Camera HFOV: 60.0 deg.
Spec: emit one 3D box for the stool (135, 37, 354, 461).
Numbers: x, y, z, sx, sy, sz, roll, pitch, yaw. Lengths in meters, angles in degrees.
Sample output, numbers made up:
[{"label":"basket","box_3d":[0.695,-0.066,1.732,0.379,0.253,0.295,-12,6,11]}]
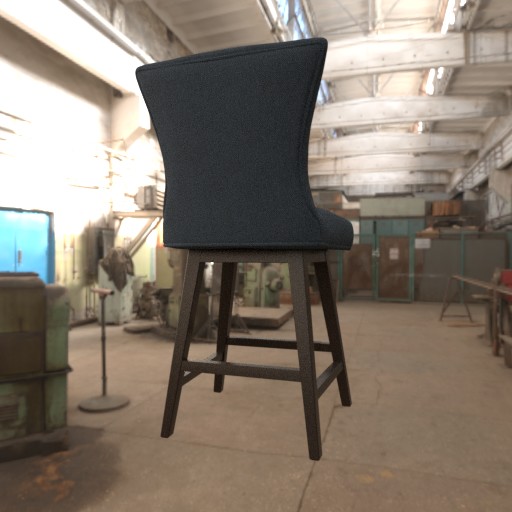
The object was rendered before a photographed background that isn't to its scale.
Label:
[{"label":"stool","box_3d":[0.000,0.000,1.308,0.514,1.000,0.574,0,0,19]}]
